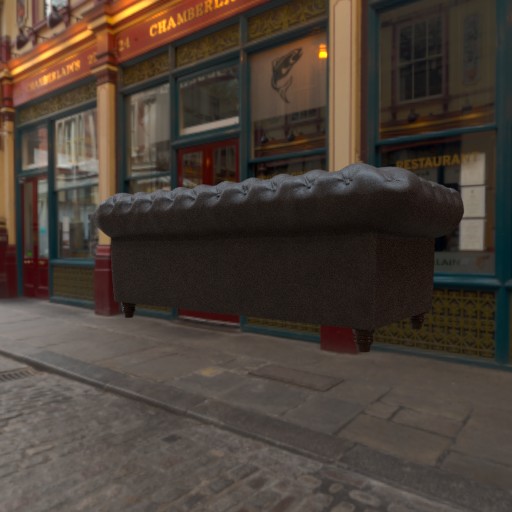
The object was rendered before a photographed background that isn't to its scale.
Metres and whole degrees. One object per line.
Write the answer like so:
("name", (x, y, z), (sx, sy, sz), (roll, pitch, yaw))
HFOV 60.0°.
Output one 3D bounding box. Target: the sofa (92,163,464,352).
("sofa", (0.000, 0.000, 2.556), (2.048, 0.779, 0.944), (0, 1, 37))
